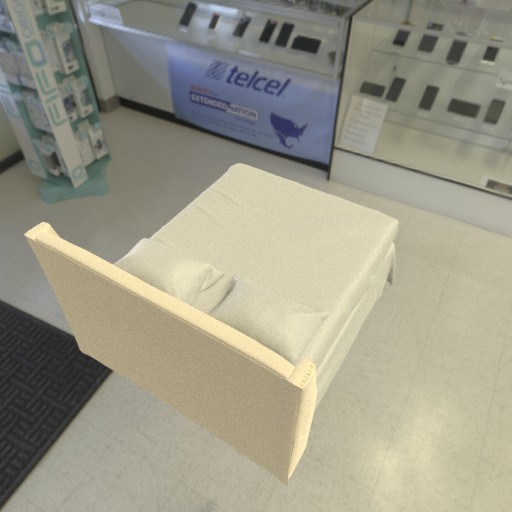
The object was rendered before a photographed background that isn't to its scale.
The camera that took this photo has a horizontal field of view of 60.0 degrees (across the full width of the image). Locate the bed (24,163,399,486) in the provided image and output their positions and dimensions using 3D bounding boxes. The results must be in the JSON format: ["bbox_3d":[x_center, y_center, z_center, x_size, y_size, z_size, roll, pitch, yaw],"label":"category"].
[{"bbox_3d":[0.000,0.000,3.433,1.925,1.332,2.276,24,50,22],"label":"bed"}]
